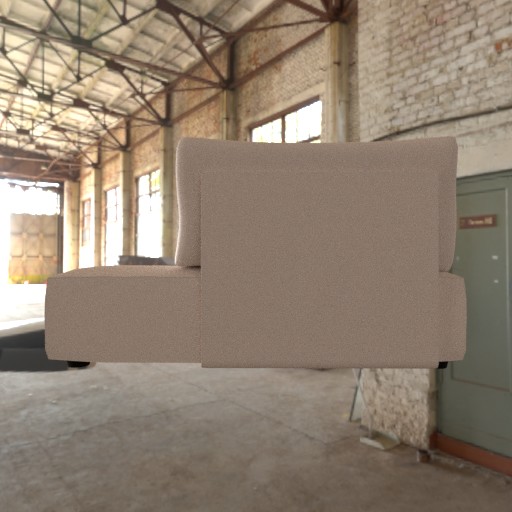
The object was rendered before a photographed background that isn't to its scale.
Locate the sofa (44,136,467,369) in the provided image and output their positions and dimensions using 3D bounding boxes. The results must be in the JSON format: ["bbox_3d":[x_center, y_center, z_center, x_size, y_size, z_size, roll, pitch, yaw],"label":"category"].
[{"bbox_3d":[0.000,0.000,2.005,1.450,0.820,1.000,0,-1,1],"label":"sofa"}]
